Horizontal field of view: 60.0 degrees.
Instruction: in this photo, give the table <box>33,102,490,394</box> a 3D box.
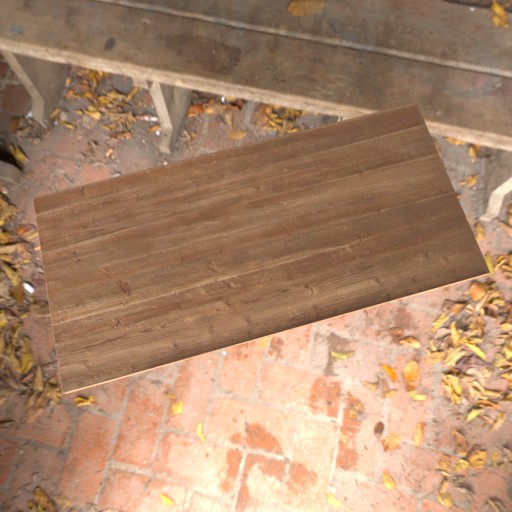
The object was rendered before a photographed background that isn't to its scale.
[{"bbox_3d":[0.000,0.000,2.480,2.003,0.760,0.952,-15,75,-4],"label":"table"}]
